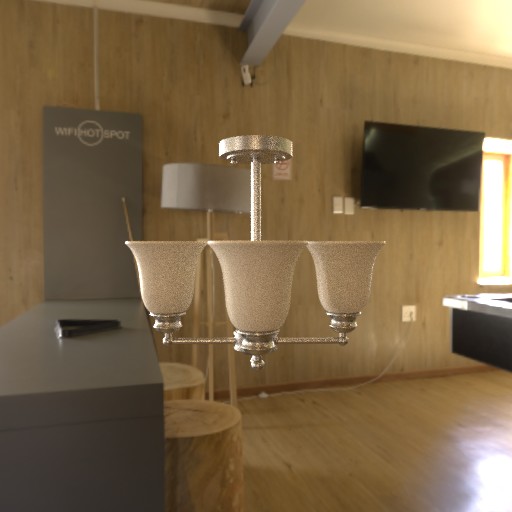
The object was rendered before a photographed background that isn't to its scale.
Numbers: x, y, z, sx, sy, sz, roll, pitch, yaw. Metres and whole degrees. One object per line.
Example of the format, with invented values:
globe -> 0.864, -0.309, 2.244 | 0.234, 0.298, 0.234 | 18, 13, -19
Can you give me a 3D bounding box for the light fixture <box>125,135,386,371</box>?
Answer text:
light fixture -> 0.000, 0.000, 0.738 | 0.427, 0.370, 0.427 | 0, 2, -1
